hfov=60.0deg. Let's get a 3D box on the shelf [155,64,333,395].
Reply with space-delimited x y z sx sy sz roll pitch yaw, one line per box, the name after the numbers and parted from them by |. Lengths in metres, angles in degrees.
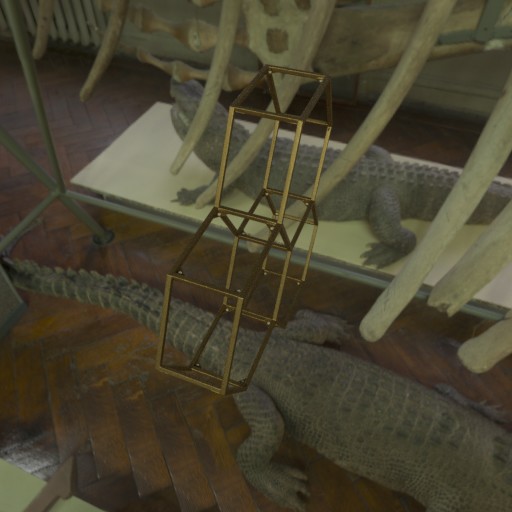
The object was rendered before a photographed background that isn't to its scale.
0.000 0.000 1.073 0.150 0.701 0.708 16 49 14 | shelf
